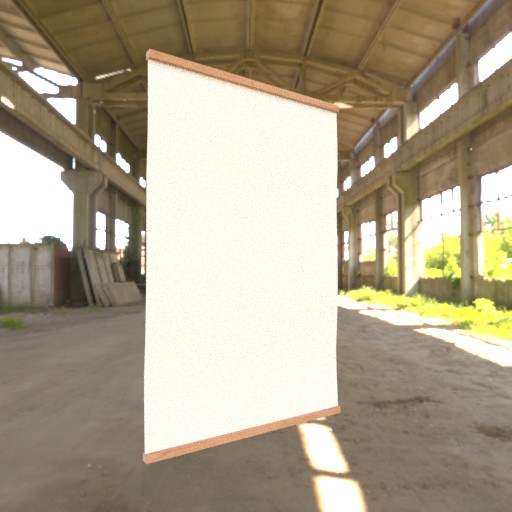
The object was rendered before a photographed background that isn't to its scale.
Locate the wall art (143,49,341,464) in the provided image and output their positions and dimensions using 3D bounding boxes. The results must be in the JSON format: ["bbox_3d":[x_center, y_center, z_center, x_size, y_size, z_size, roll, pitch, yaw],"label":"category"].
[{"bbox_3d":[0.000,0.000,0.643,0.332,0.508,0.012,1,-2,-35],"label":"wall art"}]
